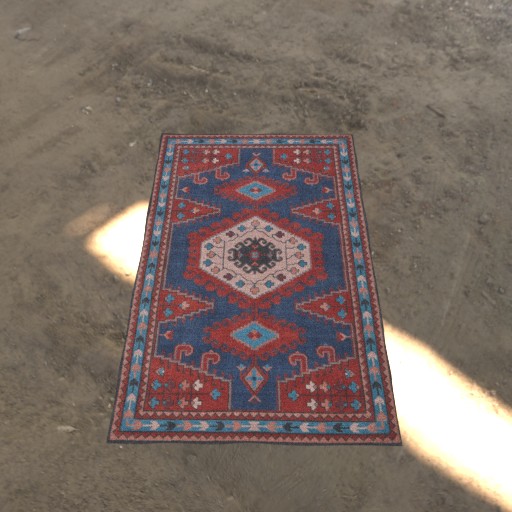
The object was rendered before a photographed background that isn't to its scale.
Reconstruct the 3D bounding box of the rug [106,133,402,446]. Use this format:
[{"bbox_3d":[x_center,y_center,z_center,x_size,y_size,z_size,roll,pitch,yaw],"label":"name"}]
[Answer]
[{"bbox_3d":[0.000,0.000,2.285,1.207,0.012,1.820,0,57,0],"label":"rug"}]
